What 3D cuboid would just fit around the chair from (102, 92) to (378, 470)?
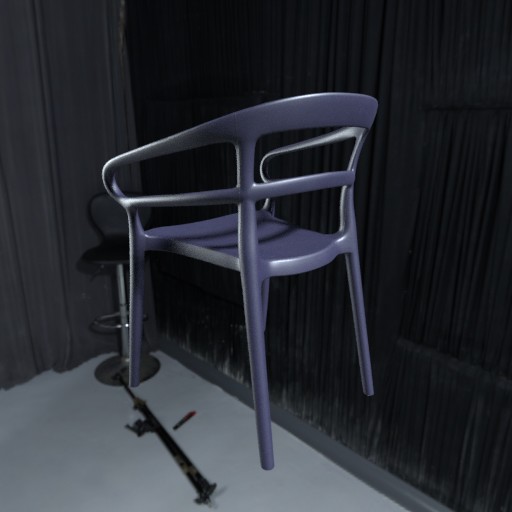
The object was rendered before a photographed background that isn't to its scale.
[{"bbox_3d":[0.000,0.000,1.132,0.559,0.761,0.527,-15,23,-41],"label":"chair"}]
